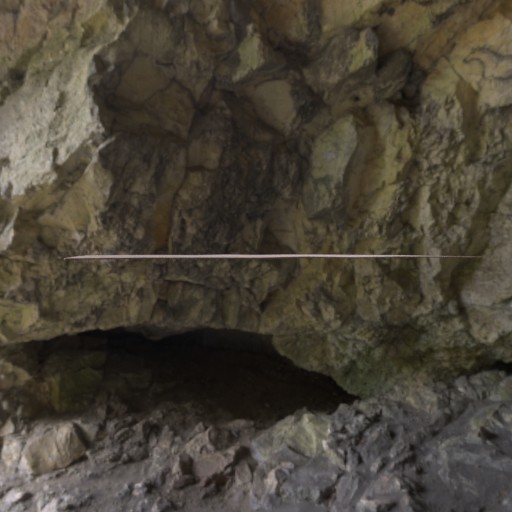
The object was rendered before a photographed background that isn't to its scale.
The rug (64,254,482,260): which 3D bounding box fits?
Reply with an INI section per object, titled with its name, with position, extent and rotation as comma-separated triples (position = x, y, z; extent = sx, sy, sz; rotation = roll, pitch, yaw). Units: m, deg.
[rug]
position = 0.000, 0.000, 4.463
extent = 3.365, 0.020, 2.452
rotation = 0, 1, -18
